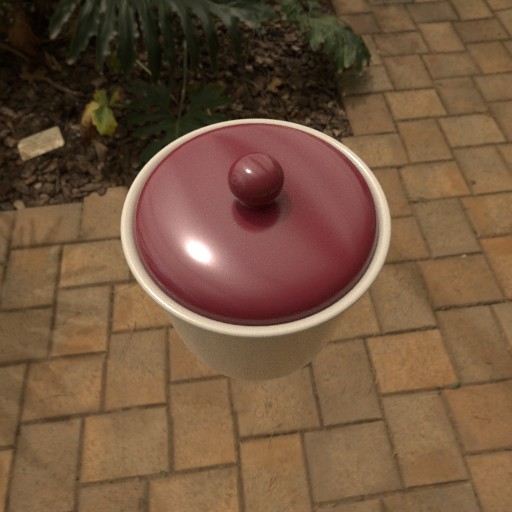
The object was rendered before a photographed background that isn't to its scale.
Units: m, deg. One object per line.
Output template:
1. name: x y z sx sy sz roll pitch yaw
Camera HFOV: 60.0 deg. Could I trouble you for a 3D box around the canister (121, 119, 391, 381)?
1. canister: 0.000 0.000 0.350 0.182 0.208 0.182 0 58 0
